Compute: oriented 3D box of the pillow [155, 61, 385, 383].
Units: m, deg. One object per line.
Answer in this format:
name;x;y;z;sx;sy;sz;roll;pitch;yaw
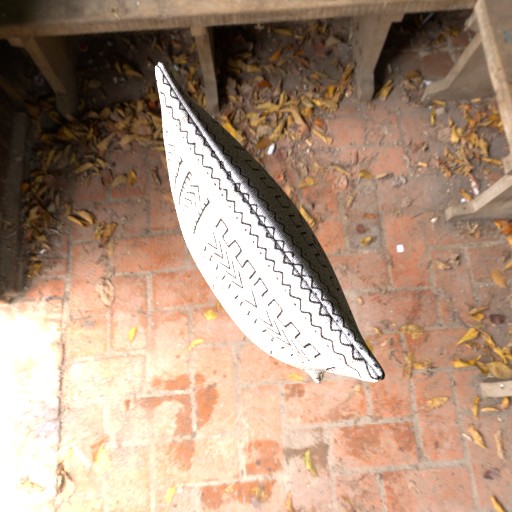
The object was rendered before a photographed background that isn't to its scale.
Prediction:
pillow;0.000;0.000;0.671;0.164;0.430;0.438;-32;77;-9
